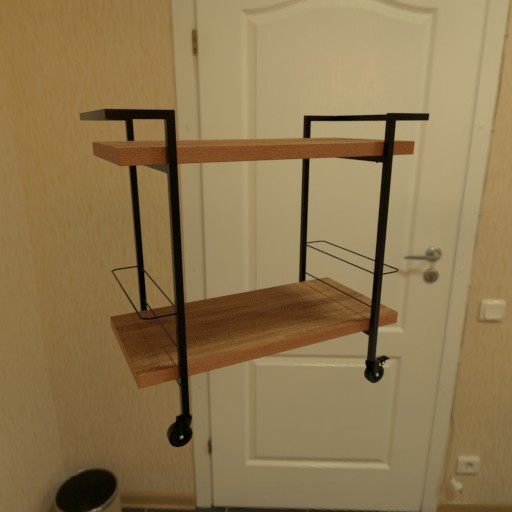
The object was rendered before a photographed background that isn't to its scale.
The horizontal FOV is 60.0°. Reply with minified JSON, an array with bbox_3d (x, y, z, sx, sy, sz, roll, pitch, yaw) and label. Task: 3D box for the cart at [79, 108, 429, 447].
[{"bbox_3d":[0.000,0.000,1.243,0.806,0.762,0.406,-8,18,-26],"label":"cart"}]
